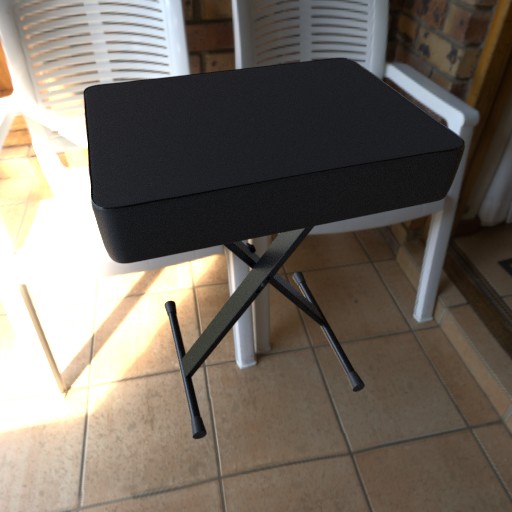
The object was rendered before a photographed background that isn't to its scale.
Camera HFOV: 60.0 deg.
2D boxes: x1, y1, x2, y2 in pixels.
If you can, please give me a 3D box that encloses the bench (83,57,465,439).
[{"bbox_3d":[0.000,0.000,0.740,0.424,0.500,0.321,-12,44,-13],"label":"bench"}]
